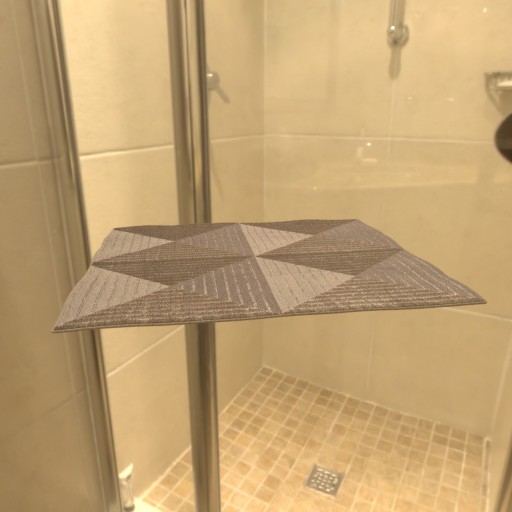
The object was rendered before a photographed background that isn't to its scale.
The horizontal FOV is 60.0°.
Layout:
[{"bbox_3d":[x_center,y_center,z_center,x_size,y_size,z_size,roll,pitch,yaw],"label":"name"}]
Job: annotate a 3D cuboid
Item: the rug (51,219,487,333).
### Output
[{"bbox_3d":[0.000,0.000,0.888,0.642,0.008,0.551,-3,19,-8],"label":"rug"}]
